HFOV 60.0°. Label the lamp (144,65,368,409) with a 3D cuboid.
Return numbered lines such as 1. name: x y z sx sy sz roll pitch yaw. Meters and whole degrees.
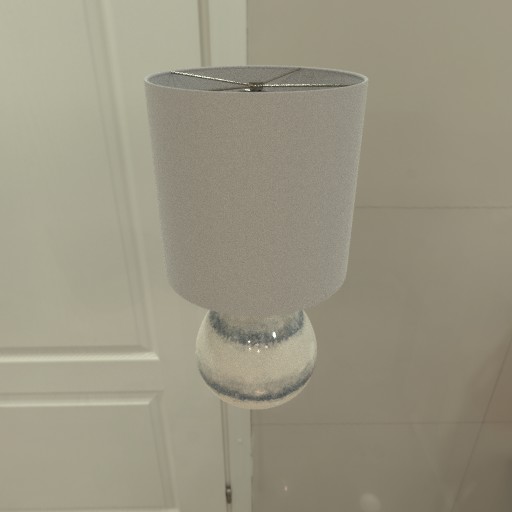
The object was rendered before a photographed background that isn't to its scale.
1. lamp: 0.000 0.000 0.533 0.216 0.404 0.216 0 28 -1
